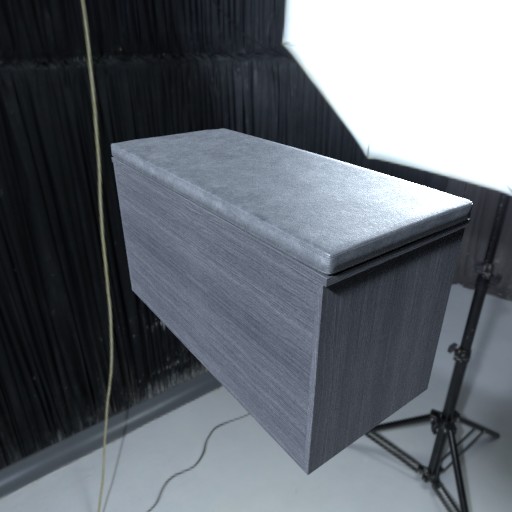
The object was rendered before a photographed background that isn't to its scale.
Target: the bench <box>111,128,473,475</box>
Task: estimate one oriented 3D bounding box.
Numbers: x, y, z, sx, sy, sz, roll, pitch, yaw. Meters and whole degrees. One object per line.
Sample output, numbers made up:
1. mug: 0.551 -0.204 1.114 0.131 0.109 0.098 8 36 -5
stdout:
1. bench: 0.000 0.000 1.196 0.401 0.501 0.905 -19 32 -32
